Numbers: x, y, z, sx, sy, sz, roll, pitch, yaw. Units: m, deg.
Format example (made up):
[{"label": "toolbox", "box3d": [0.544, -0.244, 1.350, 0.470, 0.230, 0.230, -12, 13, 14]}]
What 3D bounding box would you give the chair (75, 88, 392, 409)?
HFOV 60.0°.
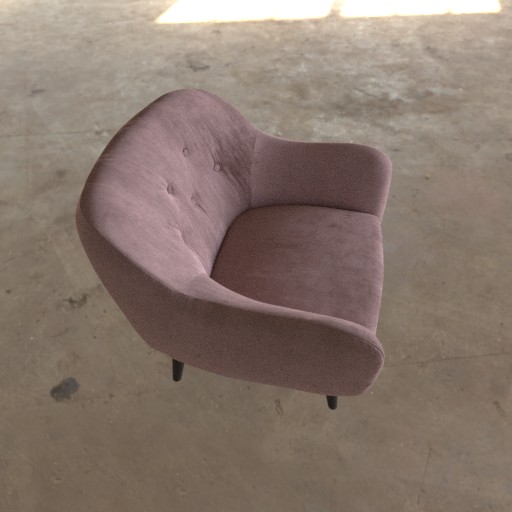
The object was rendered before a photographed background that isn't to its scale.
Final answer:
[{"label": "chair", "box3d": [0.000, 0.000, 1.456, 0.820, 0.820, 0.840, 10, 47, 9]}]
